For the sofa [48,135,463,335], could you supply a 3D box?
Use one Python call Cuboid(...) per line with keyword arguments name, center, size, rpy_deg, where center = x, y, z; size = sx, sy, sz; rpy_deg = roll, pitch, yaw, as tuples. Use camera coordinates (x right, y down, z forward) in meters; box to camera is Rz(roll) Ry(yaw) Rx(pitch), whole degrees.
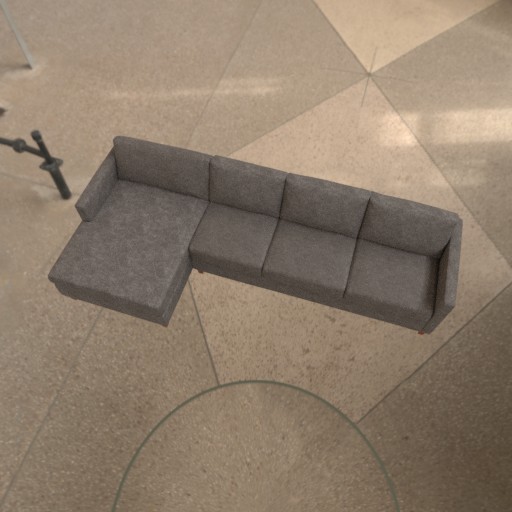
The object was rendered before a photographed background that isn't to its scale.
Cuboid(name="sofa", center=(0.000, 0.000, 4.120), size=(3.471, 0.954, 1.606), rpy_deg=(15, 60, 9))
